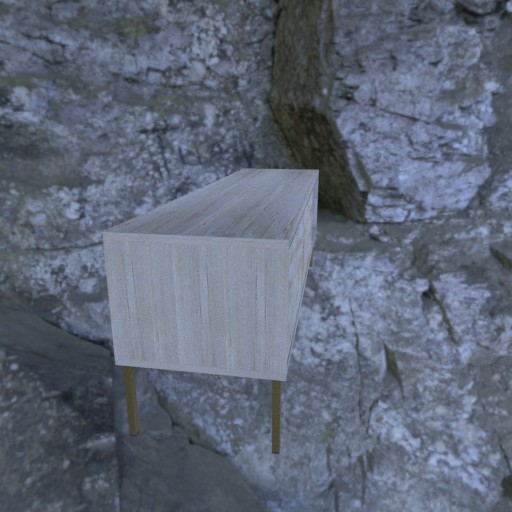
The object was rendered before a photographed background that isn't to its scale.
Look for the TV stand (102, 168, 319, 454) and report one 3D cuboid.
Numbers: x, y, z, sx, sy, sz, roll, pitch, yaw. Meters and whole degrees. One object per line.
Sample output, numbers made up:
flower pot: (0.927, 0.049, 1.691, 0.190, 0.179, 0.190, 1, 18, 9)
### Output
TV stand: (0.000, 0.000, 1.793, 0.420, 0.550, 1.600, 3, 16, 10)
